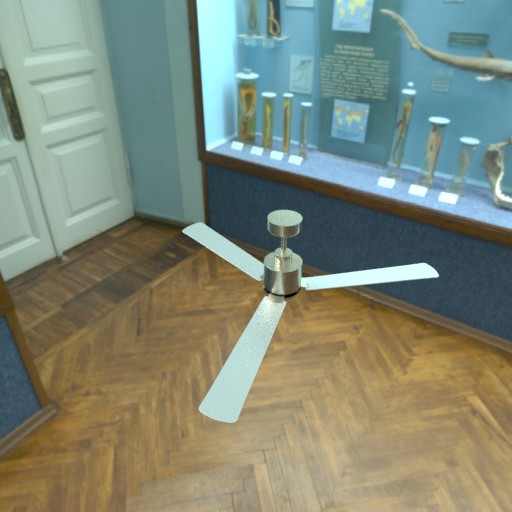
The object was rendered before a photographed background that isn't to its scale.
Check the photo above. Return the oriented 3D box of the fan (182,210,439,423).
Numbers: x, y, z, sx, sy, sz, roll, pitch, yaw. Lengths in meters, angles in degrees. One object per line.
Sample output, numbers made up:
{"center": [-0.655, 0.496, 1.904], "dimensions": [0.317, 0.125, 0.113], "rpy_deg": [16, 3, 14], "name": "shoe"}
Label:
{"center": [0.000, 0.000, 2.296], "dimensions": [1.531, 0.446, 1.561], "rpy_deg": [22, 39, 30], "name": "fan"}
